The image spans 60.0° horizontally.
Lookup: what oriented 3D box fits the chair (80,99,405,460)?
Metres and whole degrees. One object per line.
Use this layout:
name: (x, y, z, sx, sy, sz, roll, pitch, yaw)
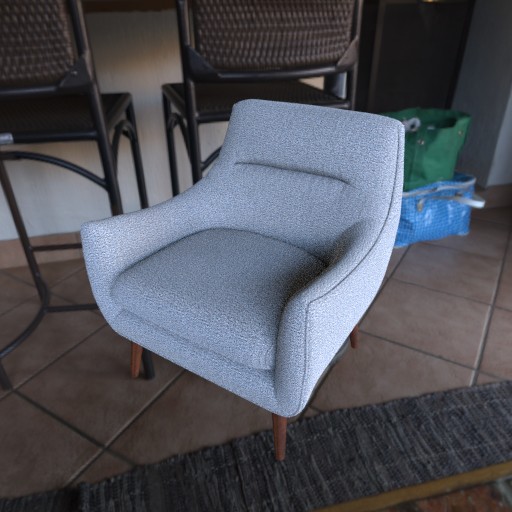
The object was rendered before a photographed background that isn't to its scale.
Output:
chair: (0.000, 0.000, 1.441, 0.762, 0.838, 0.787, 18, 34, 28)
